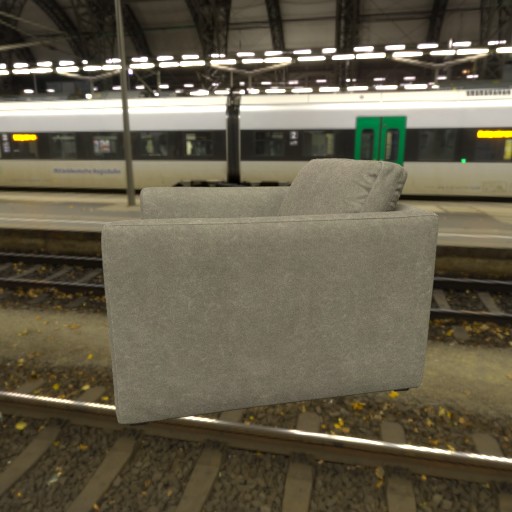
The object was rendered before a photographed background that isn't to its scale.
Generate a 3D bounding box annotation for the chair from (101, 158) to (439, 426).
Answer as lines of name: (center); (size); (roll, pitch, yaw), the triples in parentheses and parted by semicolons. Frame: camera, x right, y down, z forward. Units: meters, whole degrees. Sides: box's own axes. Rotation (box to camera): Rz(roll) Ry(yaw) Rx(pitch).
chair: (0.000, 0.000, 1.912); (1.091, 0.845, 1.190); (-2, 14, -9)
